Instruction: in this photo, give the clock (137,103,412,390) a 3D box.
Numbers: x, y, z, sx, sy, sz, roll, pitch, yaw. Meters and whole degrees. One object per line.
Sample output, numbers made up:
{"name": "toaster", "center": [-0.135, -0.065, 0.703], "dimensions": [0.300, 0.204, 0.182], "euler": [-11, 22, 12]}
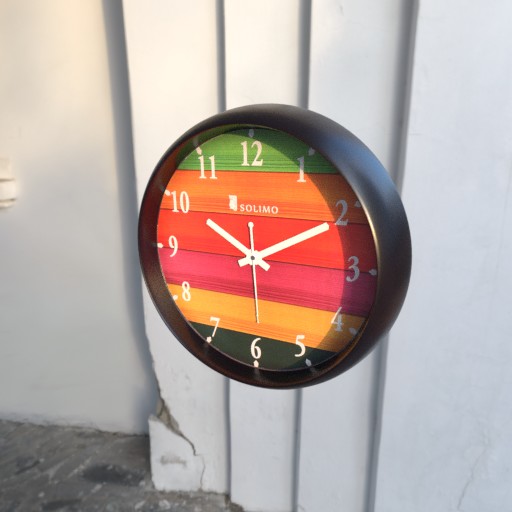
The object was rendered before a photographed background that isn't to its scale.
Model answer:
{"name": "clock", "center": [0.000, 0.000, 0.457], "dimensions": [0.300, 0.300, 0.060], "euler": [8, 18, 26]}
